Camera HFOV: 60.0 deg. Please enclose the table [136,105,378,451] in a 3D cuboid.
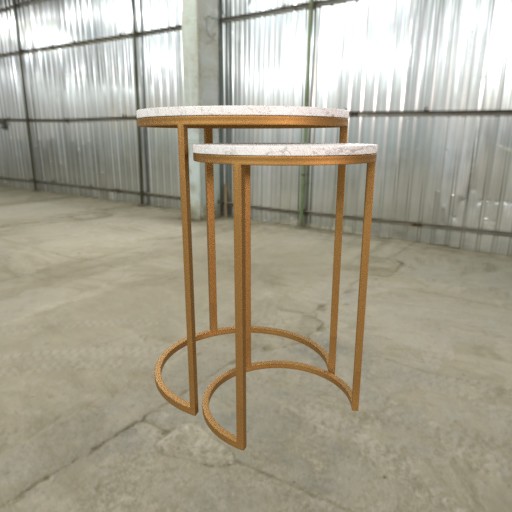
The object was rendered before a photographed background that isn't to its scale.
[{"bbox_3d":[0.000,0.000,0.883,0.400,0.550,0.507,-8,17,-26],"label":"table"}]
